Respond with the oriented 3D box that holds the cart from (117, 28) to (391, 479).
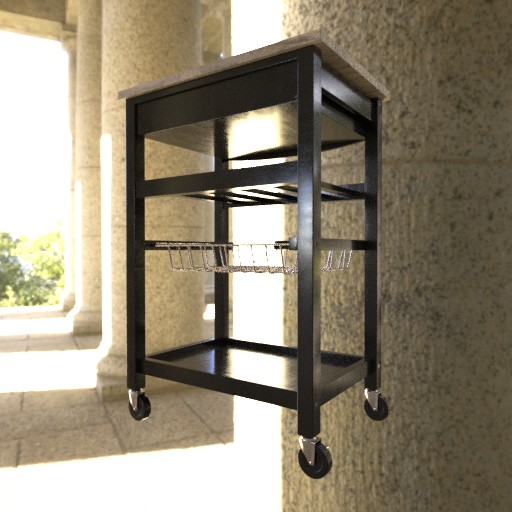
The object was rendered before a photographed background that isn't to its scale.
[{"bbox_3d":[0.000,0.000,1.138,0.584,0.839,0.403,1,1,35],"label":"cart"}]
